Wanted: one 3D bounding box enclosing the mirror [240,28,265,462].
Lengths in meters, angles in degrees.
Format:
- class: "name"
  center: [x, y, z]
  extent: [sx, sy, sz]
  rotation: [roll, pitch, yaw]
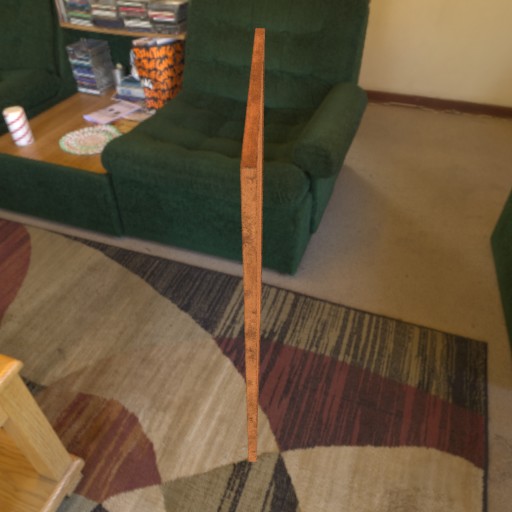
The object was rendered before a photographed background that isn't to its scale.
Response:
- class: "mirror"
  center: [0.000, 0.000, 1.381]
  extent: [0.028, 1.099, 0.796]
  rotation: [1, 42, 1]
